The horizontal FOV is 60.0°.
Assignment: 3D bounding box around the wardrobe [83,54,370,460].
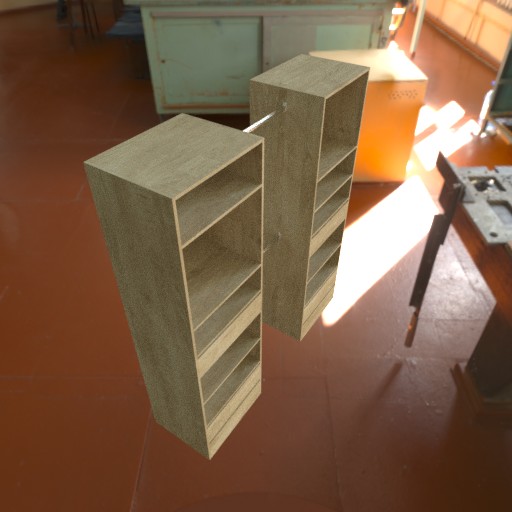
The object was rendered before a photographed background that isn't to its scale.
[{"bbox_3d":[0.000,0.000,2.887,0.480,2.000,1.770,24,46,25],"label":"wardrobe"}]
